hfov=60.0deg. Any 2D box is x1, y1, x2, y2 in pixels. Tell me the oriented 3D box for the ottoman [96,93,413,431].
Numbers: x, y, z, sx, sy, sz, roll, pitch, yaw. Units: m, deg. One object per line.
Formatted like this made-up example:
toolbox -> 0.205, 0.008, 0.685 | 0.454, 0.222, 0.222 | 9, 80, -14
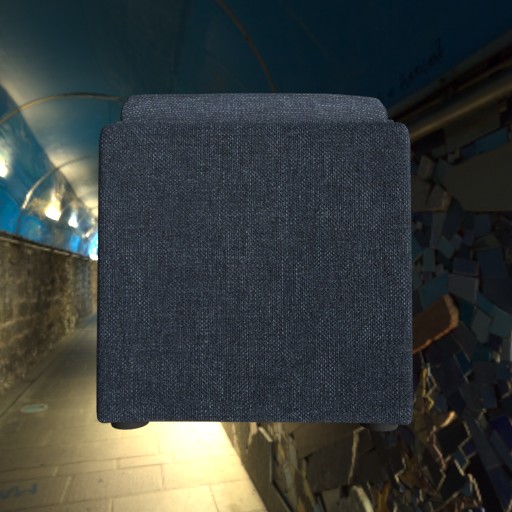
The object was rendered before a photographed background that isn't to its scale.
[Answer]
ottoman -> 0.000, 0.000, 0.831 | 0.436, 0.493, 0.454 | 0, -2, 1
